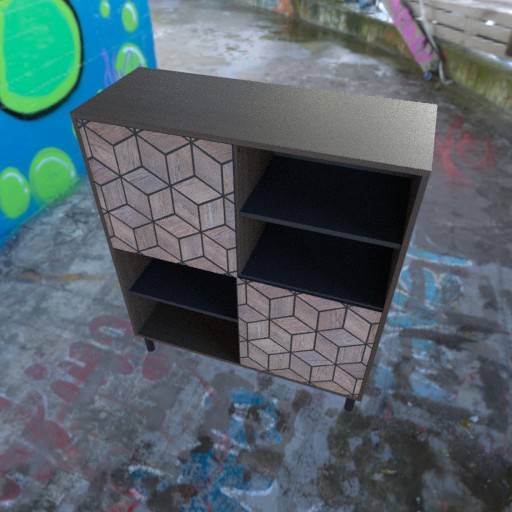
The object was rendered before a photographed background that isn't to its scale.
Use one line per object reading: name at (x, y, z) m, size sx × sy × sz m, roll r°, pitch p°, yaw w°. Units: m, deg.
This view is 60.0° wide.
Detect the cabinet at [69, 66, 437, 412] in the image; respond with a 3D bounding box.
cabinet at (0.000, 0.000, 1.697) m, size 1.010 × 1.170 × 0.400 m, roll 13°, pitch 43°, yaw 14°
